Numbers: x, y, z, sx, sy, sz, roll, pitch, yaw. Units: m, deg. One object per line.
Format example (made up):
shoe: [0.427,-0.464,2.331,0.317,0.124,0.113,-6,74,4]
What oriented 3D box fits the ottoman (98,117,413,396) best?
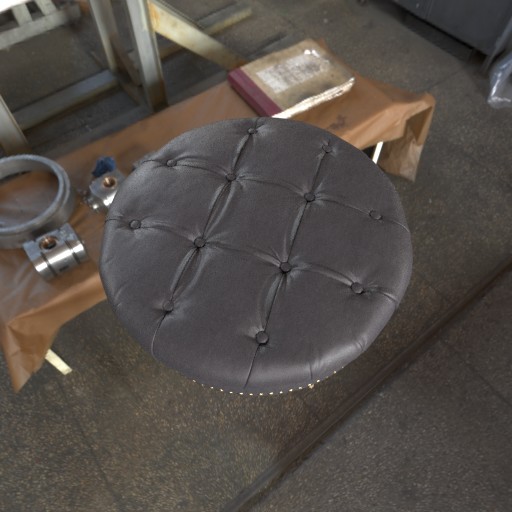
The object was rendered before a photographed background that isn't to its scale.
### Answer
ottoman: [0.000,0.000,1.395,0.901,0.439,0.901,0,58,0]
